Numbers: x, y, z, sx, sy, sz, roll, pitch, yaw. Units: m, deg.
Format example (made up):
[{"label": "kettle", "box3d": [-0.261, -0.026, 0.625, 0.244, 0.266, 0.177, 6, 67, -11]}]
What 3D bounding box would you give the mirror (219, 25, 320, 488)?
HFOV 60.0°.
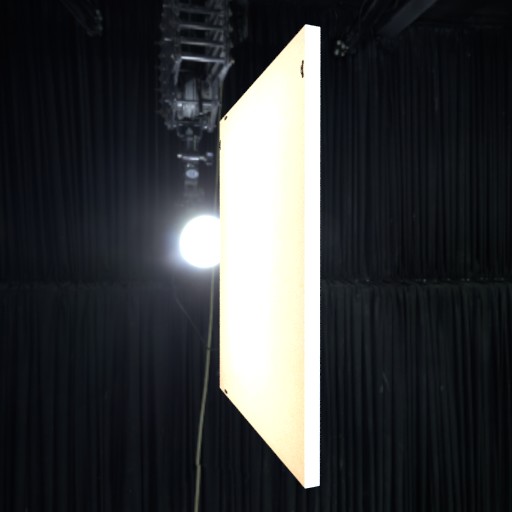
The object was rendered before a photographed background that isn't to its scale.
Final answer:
[{"label": "mirror", "box3d": [0.000, 0.000, 1.337, 0.040, 1.016, 0.762, 0, 1, -19]}]
